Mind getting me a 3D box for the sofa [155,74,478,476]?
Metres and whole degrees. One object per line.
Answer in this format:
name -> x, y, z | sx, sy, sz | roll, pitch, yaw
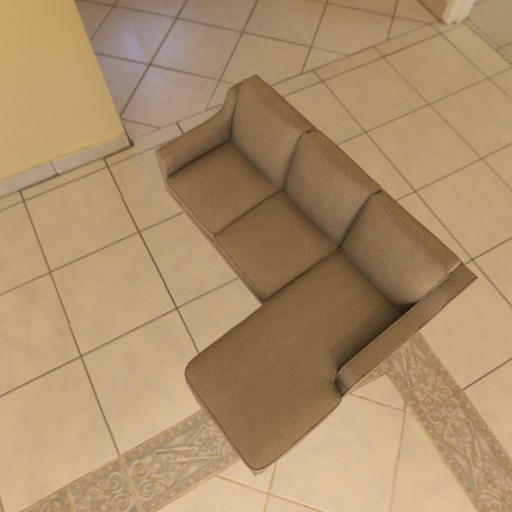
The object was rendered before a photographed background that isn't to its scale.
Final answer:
sofa -> 0.000, 0.000, 3.251 | 1.858, 1.081, 2.317 | -35, 69, -16
